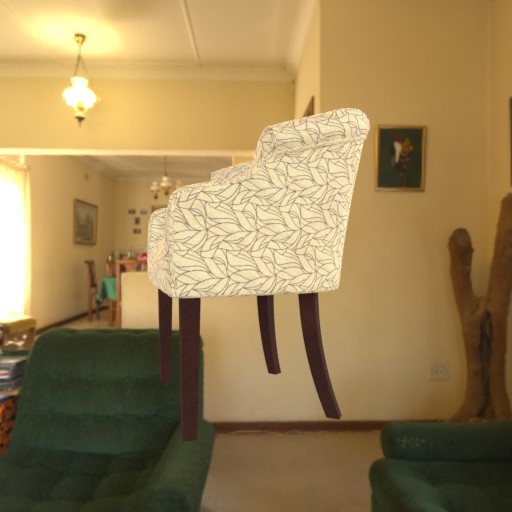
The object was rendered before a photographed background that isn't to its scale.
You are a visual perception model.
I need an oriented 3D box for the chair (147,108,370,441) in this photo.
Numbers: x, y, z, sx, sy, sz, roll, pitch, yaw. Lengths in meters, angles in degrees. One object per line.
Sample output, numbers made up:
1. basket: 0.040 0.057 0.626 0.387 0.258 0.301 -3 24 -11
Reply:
1. chair: 0.000 0.000 1.353 0.613 0.858 0.686 0 0 -18
